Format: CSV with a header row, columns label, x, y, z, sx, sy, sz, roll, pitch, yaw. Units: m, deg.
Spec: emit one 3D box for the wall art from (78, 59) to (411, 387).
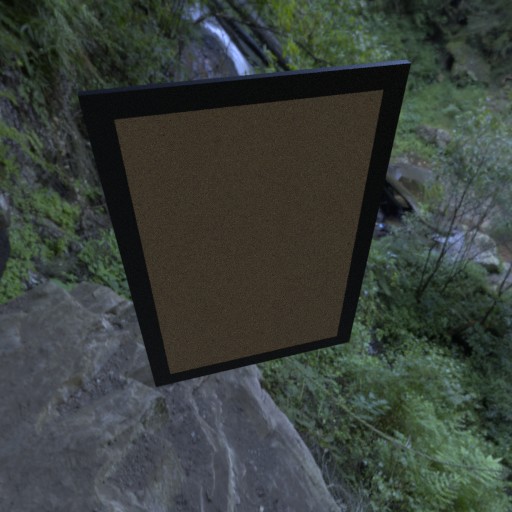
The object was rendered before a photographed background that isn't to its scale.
label,x,y,z,sx,sy,sz,roll,pitch,yaw
wall art,0.000,0.000,0.670,0.381,0.534,0.013,-10,42,-12
